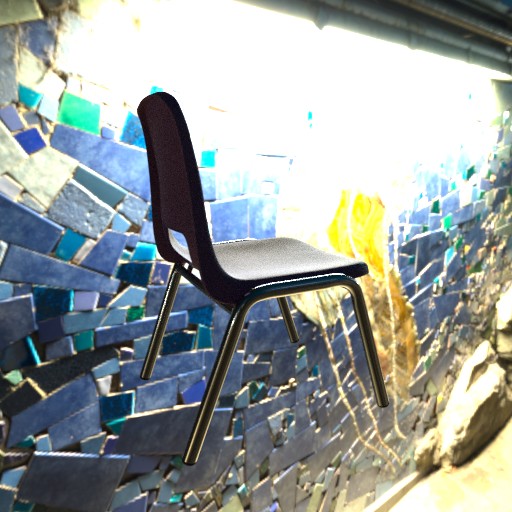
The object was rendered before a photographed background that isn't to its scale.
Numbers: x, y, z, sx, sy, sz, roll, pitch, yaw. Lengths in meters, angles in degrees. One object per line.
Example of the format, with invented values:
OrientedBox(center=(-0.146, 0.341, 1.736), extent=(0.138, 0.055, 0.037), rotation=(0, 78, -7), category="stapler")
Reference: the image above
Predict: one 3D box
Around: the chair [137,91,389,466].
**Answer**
OrientedBox(center=(0.000, 0.000, 0.867), extent=(0.419, 0.584, 0.356), rotation=(-7, 15, -26), category="chair")
